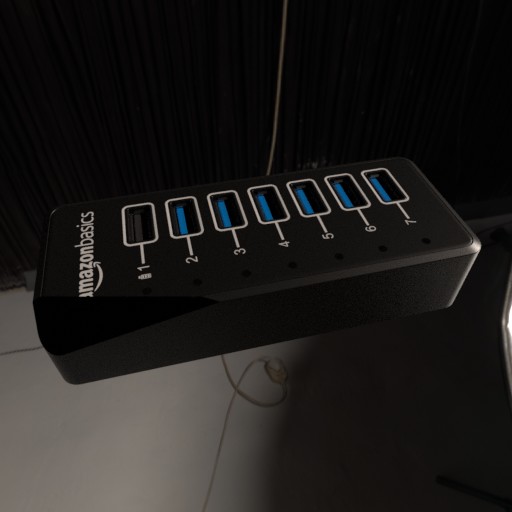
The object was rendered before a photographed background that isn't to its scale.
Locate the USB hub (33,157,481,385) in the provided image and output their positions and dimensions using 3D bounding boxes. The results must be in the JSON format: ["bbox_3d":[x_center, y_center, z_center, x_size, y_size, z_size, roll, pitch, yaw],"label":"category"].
[{"bbox_3d":[0.000,0.000,0.125,0.110,0.023,0.044,-10,47,-9],"label":"USB hub"}]
